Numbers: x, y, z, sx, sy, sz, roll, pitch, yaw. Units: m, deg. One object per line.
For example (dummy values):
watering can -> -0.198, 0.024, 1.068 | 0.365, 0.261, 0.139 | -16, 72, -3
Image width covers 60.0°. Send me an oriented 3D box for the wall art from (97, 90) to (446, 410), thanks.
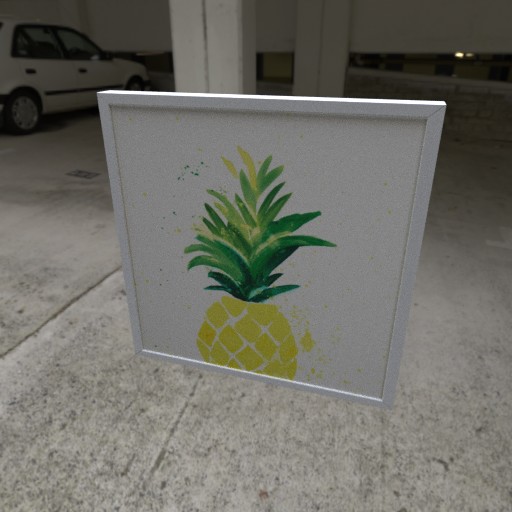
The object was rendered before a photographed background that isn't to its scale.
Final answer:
wall art -> 0.000, 0.000, 0.746 | 0.508, 0.507, 0.035 | 8, 27, 16
